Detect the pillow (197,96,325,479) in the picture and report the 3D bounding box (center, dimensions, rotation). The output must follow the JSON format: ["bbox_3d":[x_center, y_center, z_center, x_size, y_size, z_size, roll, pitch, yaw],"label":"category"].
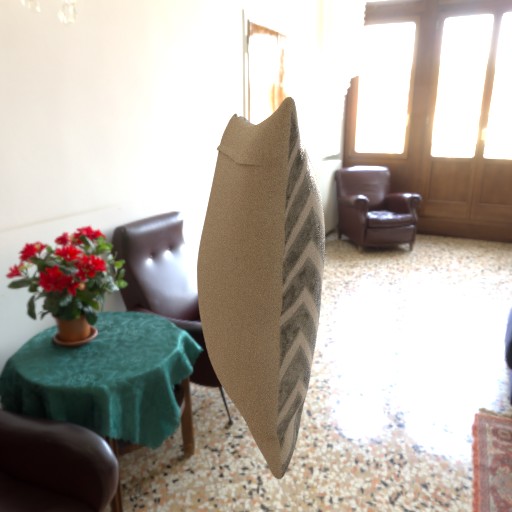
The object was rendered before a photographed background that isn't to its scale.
[{"bbox_3d":[0.000,0.000,0.682,0.182,0.441,0.440,-3,17,-9],"label":"pillow"}]
